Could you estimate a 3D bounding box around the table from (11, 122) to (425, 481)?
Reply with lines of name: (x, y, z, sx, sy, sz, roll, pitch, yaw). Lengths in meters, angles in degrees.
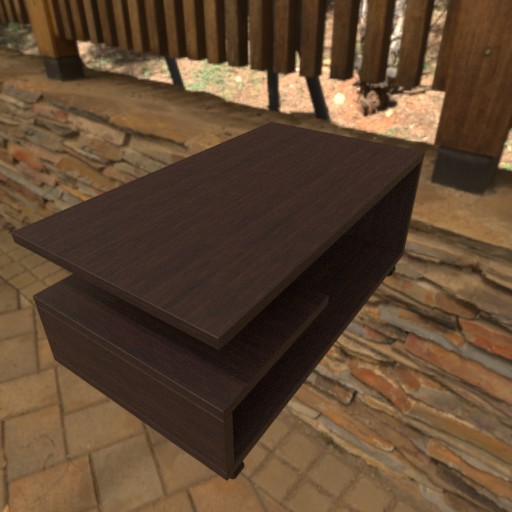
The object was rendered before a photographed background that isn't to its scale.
table: (0.000, 0.000, 1.324, 0.590, 0.460, 1.050, 21, 38, 29)
